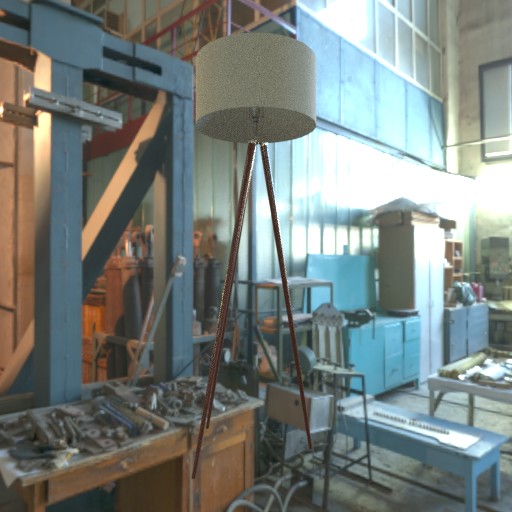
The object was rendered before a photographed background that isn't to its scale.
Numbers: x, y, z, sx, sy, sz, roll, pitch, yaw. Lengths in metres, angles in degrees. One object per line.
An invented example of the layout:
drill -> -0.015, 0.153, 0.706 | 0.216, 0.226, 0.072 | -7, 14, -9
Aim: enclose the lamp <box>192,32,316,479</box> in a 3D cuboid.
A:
lamp -> 0.000, 0.000, 1.778 | 0.483, 1.553, 0.483 | 0, -1, -1
